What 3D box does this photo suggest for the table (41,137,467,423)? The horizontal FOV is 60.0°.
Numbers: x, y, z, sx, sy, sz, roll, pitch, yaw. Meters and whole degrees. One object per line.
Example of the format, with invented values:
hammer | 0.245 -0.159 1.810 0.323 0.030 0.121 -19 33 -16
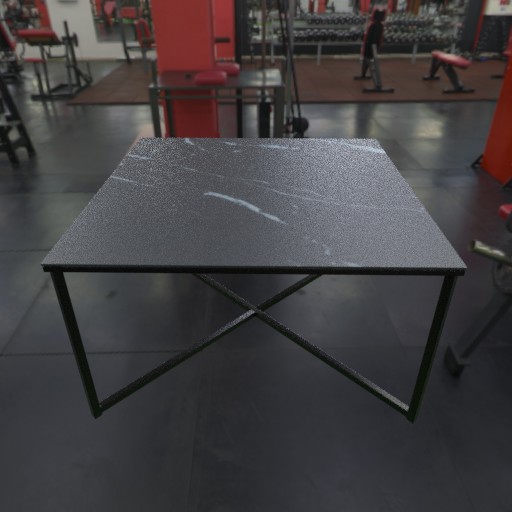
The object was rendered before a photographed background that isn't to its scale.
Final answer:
table | 0.000 0.000 1.287 0.800 0.450 0.800 0 32 1
